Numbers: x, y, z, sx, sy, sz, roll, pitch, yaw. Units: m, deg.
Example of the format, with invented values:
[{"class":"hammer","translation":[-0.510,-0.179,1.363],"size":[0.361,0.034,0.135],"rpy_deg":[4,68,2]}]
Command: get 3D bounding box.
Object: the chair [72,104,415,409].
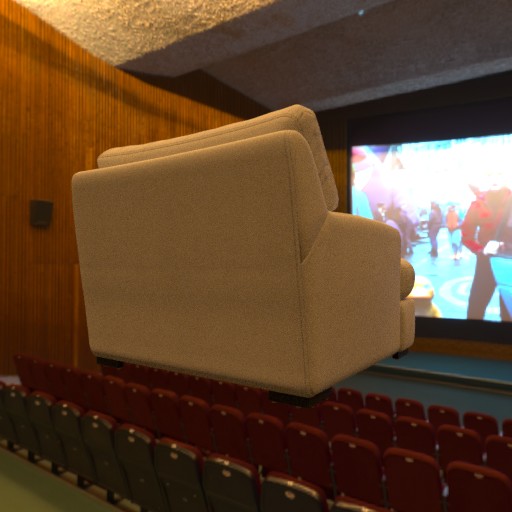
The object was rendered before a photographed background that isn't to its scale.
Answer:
[{"class":"chair","translation":[0.000,0.000,1.961],"size":[1.140,0.930,1.158],"rpy_deg":[-1,-1,35]}]
